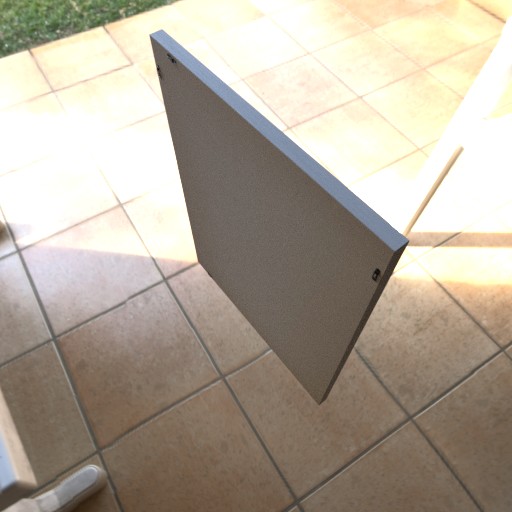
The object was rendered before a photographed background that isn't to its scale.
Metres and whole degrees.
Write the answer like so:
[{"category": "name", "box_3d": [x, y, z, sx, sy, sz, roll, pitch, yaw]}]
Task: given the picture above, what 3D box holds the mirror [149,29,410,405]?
[{"category": "mirror", "box_3d": [0.000, 0.000, 1.307, 0.040, 1.016, 0.762, -34, 64, -19]}]
